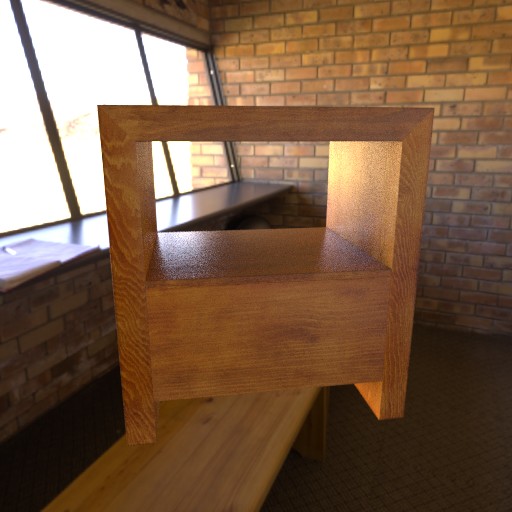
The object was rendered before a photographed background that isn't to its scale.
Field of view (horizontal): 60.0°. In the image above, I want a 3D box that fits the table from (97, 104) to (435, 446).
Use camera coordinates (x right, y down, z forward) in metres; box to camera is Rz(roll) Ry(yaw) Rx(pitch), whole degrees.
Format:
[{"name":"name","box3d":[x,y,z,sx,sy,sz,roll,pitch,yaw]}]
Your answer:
[{"name":"table","box3d":[0.000,0.000,0.979,0.550,0.605,0.400,-2,15,-9]}]
